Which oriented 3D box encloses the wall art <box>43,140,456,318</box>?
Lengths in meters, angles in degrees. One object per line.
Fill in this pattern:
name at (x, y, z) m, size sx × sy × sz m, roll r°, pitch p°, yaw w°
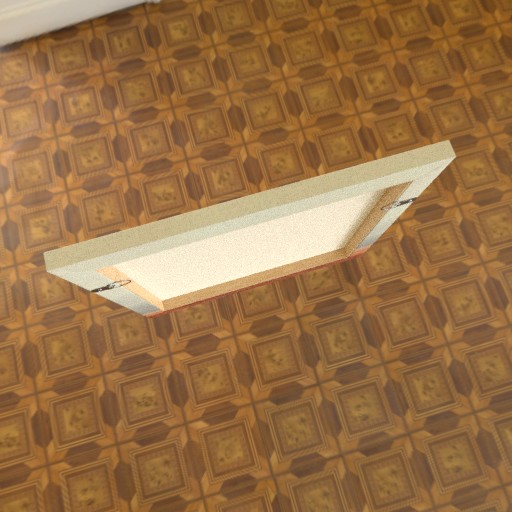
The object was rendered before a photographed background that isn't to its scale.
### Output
wall art at (0.000, 0.000, 0.619) m, size 0.405 × 0.405 × 0.023 m, roll -16°, pitch 77°, yaw -4°
